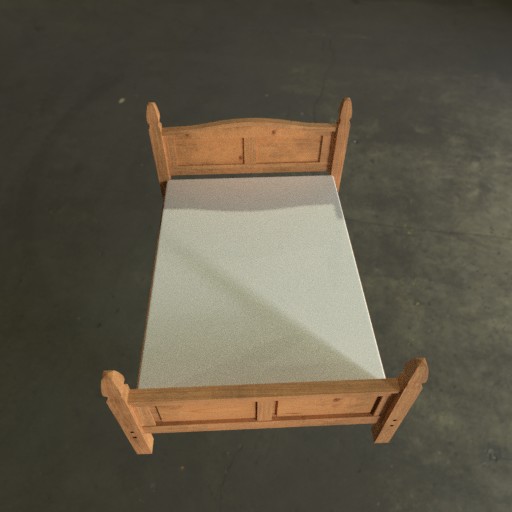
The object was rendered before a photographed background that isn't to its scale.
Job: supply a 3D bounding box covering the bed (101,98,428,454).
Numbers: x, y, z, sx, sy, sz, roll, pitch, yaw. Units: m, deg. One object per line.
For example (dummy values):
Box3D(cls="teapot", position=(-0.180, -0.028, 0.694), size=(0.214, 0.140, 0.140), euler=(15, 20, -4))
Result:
Box3D(cls="bed", position=(0.000, 0.000, 2.894), size=(1.490, 1.100, 2.069), euler=(-2, 48, -2))
